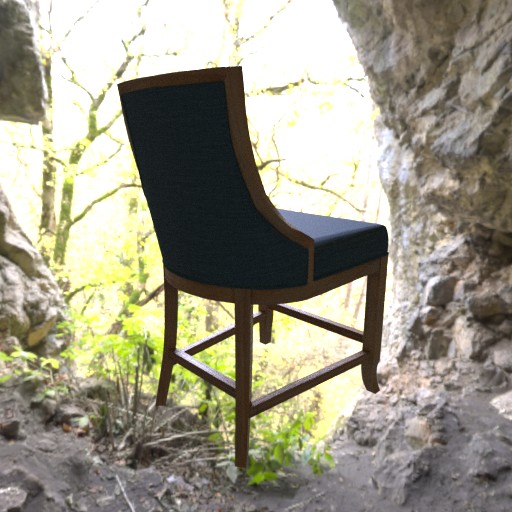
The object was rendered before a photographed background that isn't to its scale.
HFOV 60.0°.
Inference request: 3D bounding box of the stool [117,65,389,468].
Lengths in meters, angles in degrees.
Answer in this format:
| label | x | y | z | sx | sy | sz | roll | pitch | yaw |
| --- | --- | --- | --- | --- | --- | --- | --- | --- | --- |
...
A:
| label | x | y | z | sx | sy | sz | roll | pitch | yaw |
| --- | --- | --- | --- | --- | --- | --- | --- | --- | --- |
| stool | 0.000 | 0.000 | 1.291 | 0.626 | 0.938 | 0.524 | -15 | 21 | -43 |
